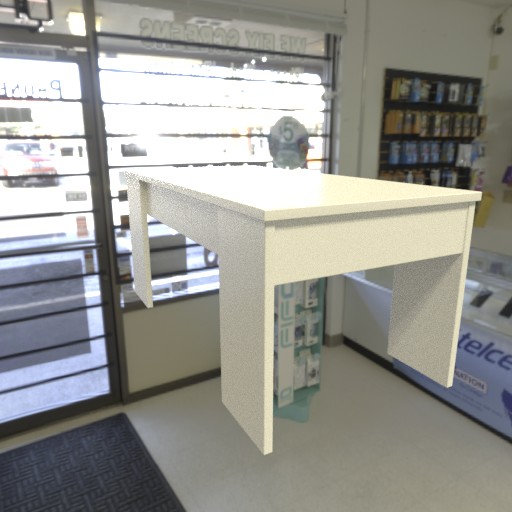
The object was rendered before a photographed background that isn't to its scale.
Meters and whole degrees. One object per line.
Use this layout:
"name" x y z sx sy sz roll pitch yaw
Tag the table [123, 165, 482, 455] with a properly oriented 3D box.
"table" 0.000 0.000 1.260 0.500 0.440 1.000 -8 17 -27
